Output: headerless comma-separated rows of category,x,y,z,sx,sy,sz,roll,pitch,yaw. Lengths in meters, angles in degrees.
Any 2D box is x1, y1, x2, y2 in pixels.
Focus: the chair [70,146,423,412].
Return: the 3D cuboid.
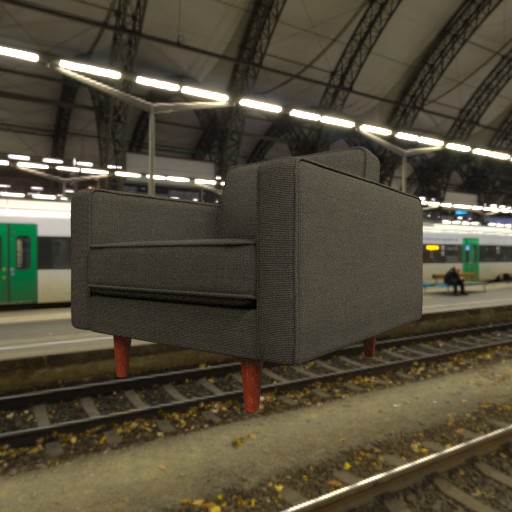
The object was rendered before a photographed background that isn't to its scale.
chair,0.000,0.000,1.549,0.899,0.770,0.919,0,0,37
